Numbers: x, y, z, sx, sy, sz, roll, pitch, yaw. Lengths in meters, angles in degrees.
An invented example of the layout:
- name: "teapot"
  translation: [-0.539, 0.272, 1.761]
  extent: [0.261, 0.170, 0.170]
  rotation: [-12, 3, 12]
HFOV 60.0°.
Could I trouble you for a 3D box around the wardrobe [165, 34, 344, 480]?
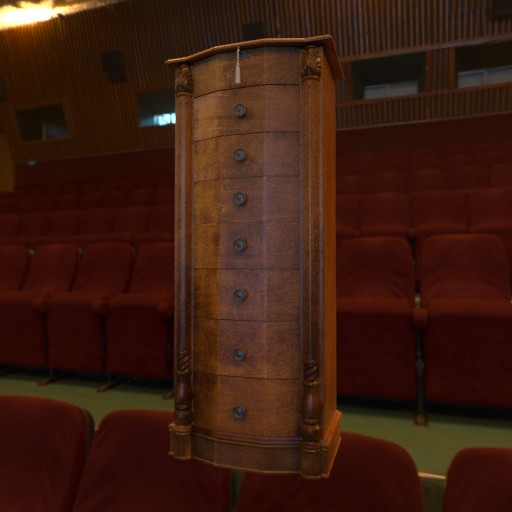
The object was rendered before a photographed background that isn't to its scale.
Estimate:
- name: "wardrobe"
  translation: [0.000, 0.000, 1.104]
  extent: [0.406, 0.959, 0.273]
  rotation: [0, -1, 18]
